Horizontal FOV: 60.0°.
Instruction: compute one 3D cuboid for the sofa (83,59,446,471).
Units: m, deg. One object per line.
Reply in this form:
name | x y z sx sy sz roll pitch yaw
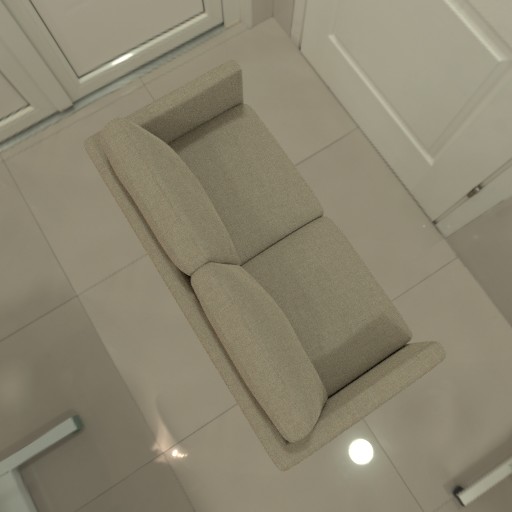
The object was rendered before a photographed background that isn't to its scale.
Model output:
sofa | 0.000 0.000 2.409 0.951 0.947 1.884 -32 79 -7
